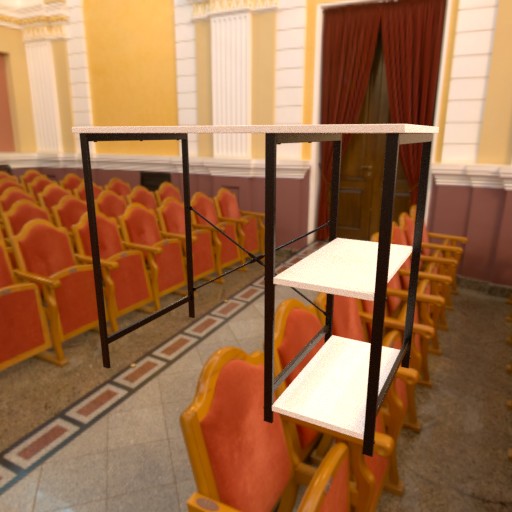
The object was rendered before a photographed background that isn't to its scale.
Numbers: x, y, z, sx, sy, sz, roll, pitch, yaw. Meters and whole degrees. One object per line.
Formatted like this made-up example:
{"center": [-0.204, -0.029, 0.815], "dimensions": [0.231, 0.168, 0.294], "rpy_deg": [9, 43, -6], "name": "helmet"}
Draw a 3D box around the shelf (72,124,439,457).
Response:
{"center": [0.000, 0.000, 1.342], "dimensions": [0.902, 0.750, 0.498], "rpy_deg": [8, 17, 27], "name": "shelf"}
